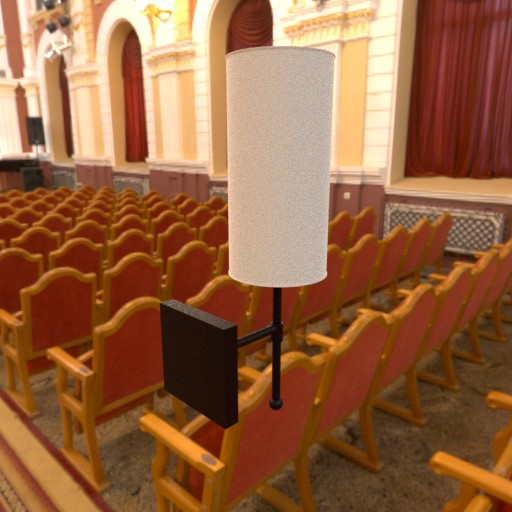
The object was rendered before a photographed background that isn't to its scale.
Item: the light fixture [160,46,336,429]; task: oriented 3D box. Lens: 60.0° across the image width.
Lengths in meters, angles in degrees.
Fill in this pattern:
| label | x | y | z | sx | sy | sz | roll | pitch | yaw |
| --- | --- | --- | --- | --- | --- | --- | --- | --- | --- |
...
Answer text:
| label | x | y | z | sx | sy | sz | roll | pitch | yaw |
| --- | --- | --- | --- | --- | --- | --- | --- | --- | --- |
| light fixture | 0.000 | 0.000 | 0.545 | 0.128 | 0.462 | 0.208 | 13 | 19 | 43 |
